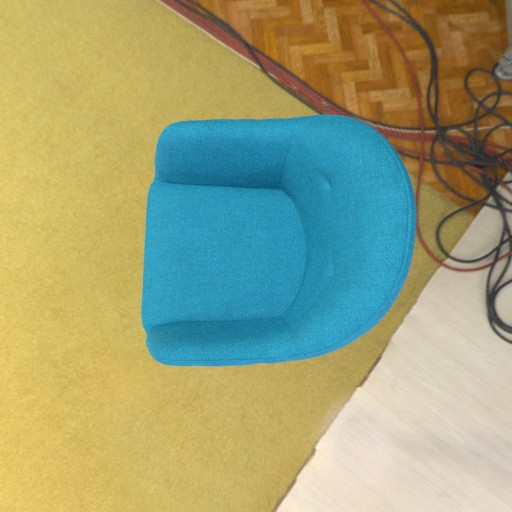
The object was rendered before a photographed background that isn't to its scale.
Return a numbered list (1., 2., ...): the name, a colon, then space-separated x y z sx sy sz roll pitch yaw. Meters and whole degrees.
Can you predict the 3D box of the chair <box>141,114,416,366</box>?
1. chair: 0.000 0.000 1.145 0.565 0.775 0.545 0 77 0
